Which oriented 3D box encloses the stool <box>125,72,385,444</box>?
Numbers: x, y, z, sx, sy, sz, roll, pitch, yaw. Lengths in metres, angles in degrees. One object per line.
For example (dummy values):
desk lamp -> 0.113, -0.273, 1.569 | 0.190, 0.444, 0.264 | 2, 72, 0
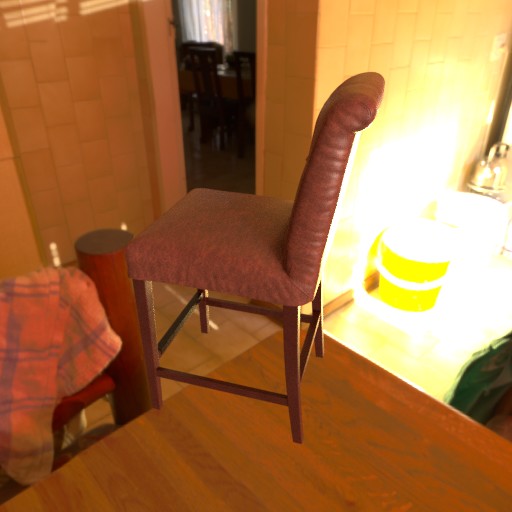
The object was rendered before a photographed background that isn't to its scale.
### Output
stool -> 0.000, 0.000, 1.424 | 0.660, 1.084, 0.486 | 8, 30, 15
